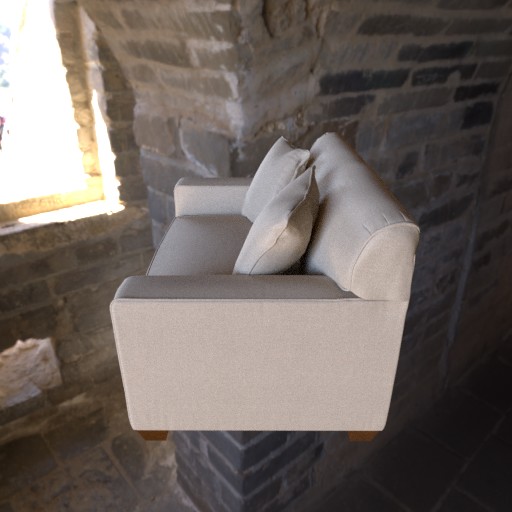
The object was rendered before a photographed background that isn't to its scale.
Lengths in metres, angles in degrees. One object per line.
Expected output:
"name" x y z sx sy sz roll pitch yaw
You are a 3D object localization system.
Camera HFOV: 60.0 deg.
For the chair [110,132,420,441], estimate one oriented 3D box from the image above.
"chair" 0.000 0.000 2.077 1.000 0.948 1.383 0 26 0
